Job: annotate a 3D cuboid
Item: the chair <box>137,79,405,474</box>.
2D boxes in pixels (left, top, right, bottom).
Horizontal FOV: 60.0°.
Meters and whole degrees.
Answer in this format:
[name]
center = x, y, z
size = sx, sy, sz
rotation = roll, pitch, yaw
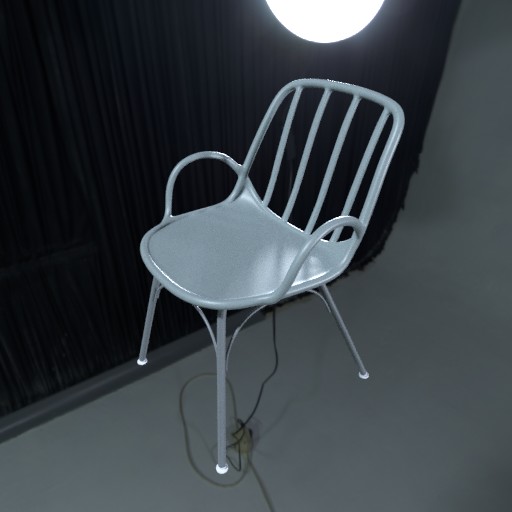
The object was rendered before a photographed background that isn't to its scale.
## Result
[chair]
center = 0.000, 0.000, 1.197
size = 0.597, 0.816, 0.549
rotation = -22, 39, -31
